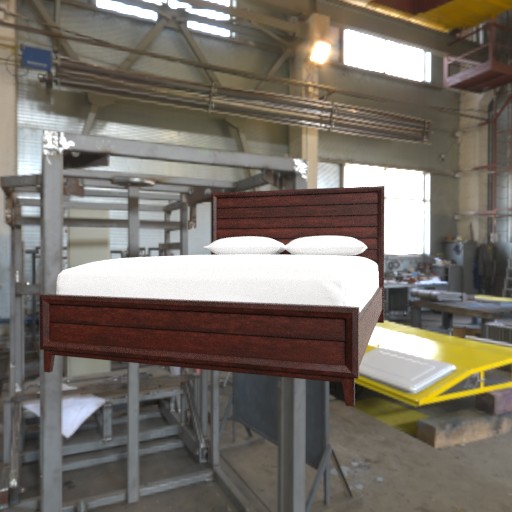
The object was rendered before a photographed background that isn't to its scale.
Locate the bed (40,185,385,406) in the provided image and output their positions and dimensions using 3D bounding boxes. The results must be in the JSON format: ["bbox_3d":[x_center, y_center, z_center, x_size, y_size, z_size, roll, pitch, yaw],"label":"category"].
[{"bbox_3d":[0.000,0.000,3.886,2.040,1.492,2.803,0,1,19],"label":"bed"}]
